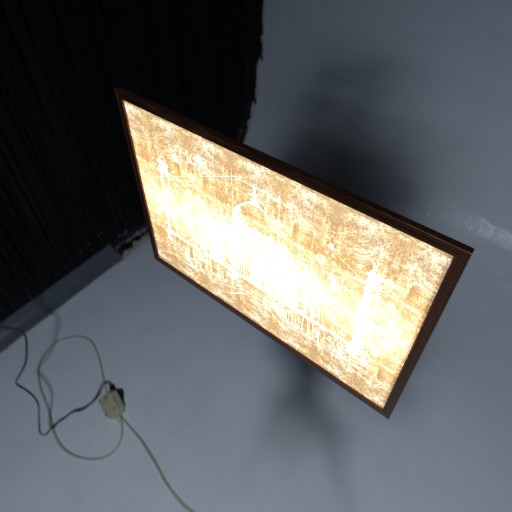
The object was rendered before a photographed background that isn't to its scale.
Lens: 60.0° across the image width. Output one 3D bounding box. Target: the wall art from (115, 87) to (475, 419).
[{"bbox_3d":[0.000,0.000,1.024,0.816,0.559,0.014,31,53,26],"label":"wall art"}]
